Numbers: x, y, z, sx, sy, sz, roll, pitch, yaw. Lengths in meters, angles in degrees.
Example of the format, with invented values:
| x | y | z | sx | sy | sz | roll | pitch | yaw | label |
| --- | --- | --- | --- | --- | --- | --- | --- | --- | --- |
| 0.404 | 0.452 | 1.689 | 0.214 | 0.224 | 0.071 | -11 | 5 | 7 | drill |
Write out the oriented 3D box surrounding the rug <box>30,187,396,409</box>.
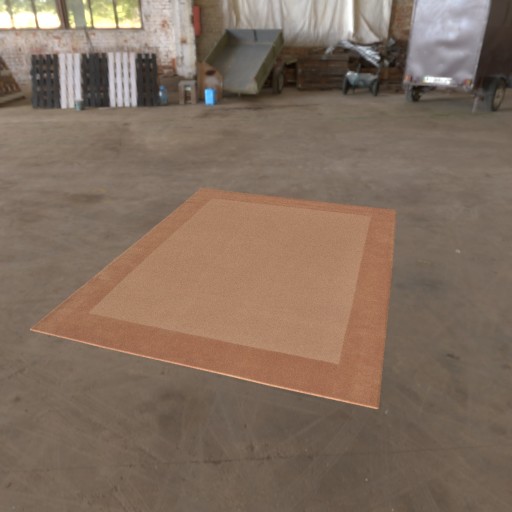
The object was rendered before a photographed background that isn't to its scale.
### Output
| x | y | z | sx | sy | sz | roll | pitch | yaw | label |
| --- | --- | --- | --- | --- | --- | --- | --- | --- | --- |
| 0.000 | 0.000 | 4.116 | 2.431 | 0.021 | 3.057 | 9 | 30 | 15 | rug |
